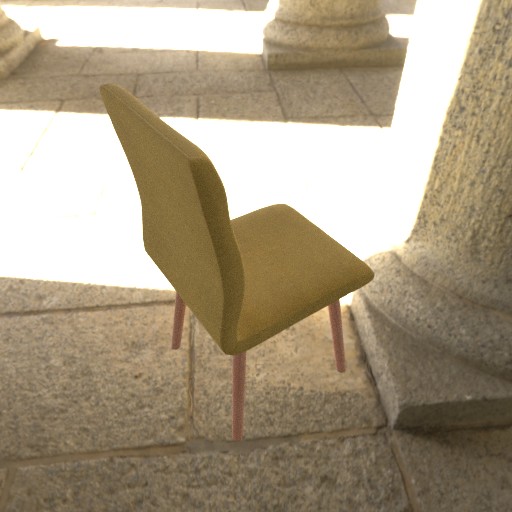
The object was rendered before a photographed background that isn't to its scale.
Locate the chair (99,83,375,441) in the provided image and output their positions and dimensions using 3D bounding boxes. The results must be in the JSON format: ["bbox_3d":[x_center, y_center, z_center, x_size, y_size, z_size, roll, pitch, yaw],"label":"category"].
[{"bbox_3d":[0.000,0.000,1.274,0.550,0.965,0.450,-24,46,-25],"label":"chair"}]
